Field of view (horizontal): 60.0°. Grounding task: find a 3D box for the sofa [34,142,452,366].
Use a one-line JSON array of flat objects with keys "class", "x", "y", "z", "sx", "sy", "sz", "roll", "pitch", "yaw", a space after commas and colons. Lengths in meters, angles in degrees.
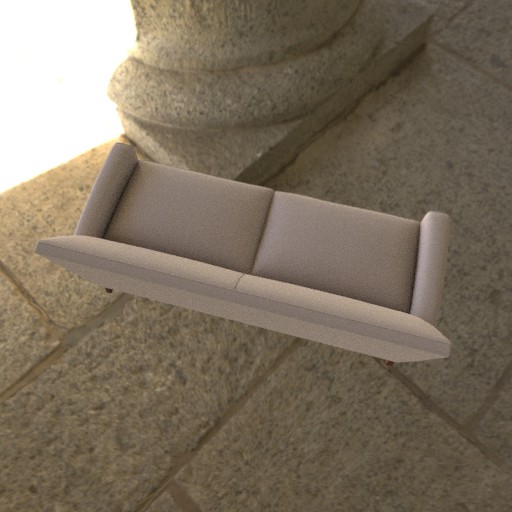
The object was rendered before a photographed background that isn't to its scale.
[{"class": "sofa", "x": 0.000, "y": 0.000, "z": 2.494, "sx": 2.000, "sy": 0.846, "sz": 0.875, "roll": 13, "pitch": 65, "yaw": 7}]
